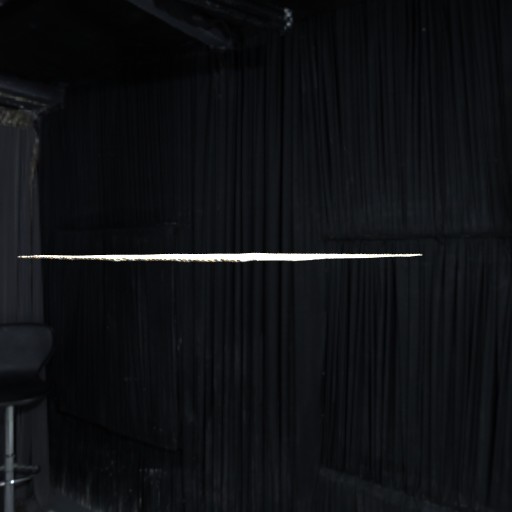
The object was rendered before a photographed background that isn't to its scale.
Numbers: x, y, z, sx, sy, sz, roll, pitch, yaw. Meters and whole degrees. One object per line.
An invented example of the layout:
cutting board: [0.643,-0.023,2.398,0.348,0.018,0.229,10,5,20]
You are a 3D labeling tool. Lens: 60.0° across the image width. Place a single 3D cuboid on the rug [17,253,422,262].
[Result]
rug: [0.000,0.000,2.309,1.218,0.017,1.861,1,1,35]
